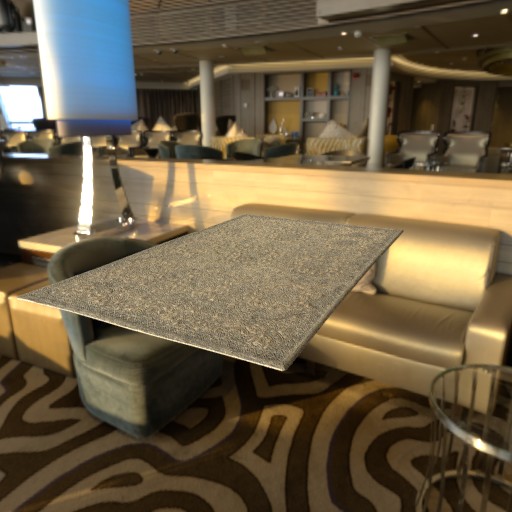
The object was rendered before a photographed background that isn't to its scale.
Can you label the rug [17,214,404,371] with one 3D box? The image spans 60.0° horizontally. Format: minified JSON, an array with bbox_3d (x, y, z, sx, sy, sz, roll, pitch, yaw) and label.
[{"bbox_3d":[0.000,0.000,3.029,1.535,0.022,2.498,8,19,26],"label":"rug"}]
